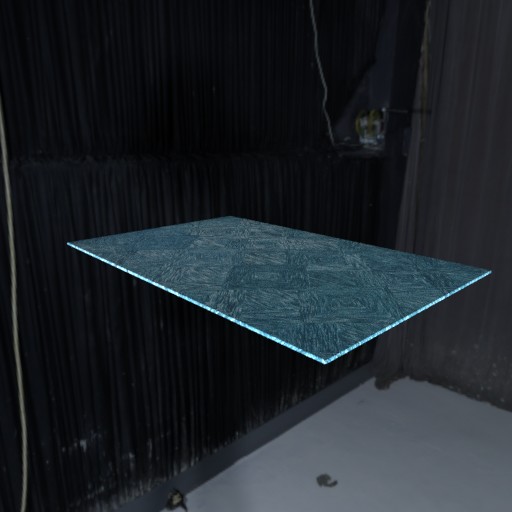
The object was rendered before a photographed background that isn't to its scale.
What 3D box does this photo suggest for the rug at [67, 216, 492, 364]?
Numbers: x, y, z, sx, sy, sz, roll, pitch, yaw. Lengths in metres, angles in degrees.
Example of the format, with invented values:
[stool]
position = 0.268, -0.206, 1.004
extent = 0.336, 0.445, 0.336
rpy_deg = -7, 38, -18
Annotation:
[rug]
position = 0.000, 0.000, 2.793
extent = 1.490, 0.015, 2.277
rpy_deg = -14, 21, -41
